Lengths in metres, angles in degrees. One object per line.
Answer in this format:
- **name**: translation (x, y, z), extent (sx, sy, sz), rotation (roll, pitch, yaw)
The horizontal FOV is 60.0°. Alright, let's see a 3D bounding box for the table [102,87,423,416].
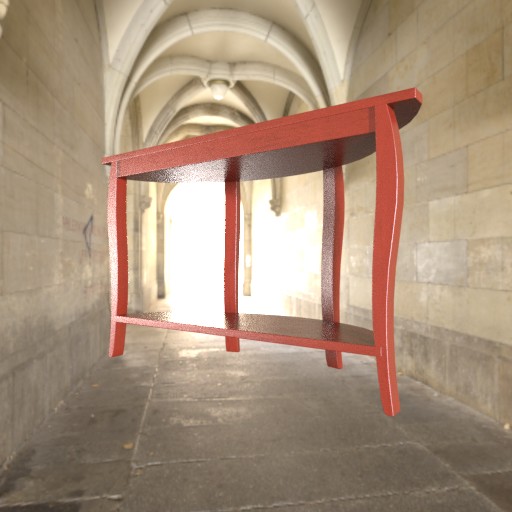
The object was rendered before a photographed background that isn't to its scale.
- **table**: translation (0.000, 0.000, 1.553), extent (1.219, 0.779, 0.405), rotation (0, -1, 36)
